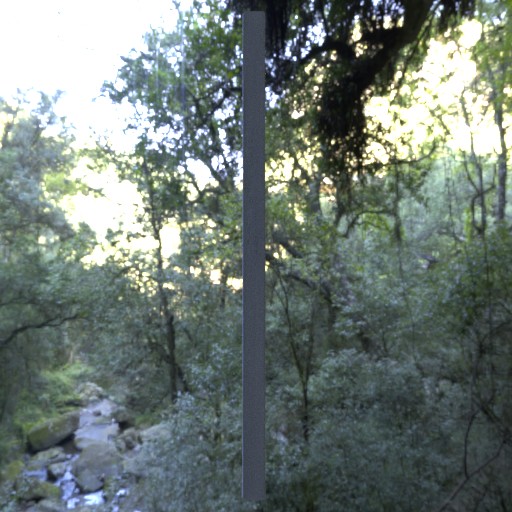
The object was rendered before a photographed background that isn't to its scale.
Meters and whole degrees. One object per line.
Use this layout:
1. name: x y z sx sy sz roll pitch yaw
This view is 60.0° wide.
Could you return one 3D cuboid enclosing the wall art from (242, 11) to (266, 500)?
1. wall art: 0.000 0.000 1.128 0.048 0.916 0.602 0 -1 0
